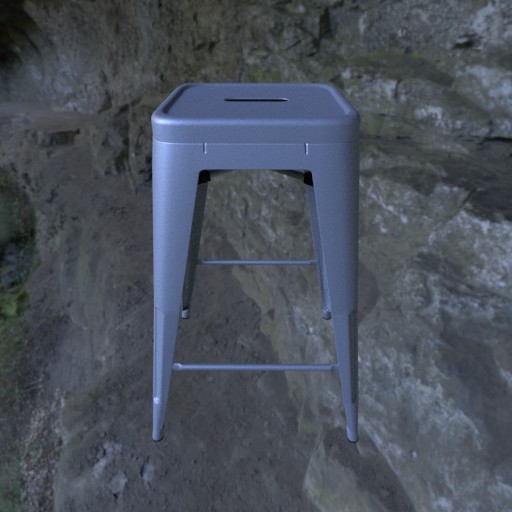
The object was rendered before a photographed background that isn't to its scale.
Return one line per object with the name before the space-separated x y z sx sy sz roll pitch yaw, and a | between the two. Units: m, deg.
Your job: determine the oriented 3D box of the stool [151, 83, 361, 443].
stool | 0.000 0.000 0.888 0.406 0.610 0.406 0 30 0
